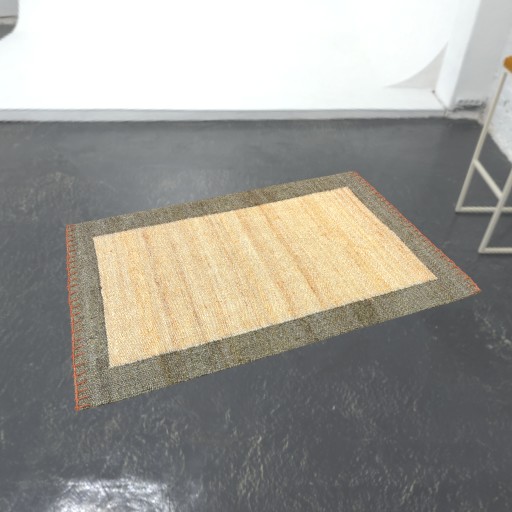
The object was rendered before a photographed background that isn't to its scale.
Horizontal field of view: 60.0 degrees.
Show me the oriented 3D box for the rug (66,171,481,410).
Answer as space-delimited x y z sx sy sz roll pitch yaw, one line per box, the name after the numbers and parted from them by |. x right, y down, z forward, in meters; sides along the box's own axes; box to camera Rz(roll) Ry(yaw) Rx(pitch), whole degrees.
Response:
0.000 0.000 2.271 1.838 0.019 1.220 -13 42 -15 | rug
